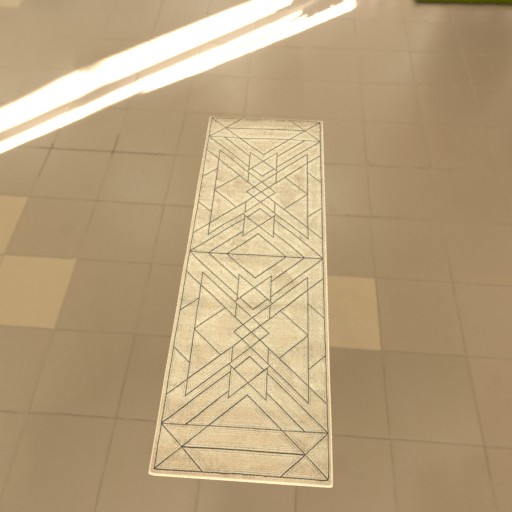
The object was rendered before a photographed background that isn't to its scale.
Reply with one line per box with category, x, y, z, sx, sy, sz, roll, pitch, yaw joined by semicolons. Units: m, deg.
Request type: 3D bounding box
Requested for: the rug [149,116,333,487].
rug;0.000;0.000;2.610;0.831;0.036;2.381;3;58;2
